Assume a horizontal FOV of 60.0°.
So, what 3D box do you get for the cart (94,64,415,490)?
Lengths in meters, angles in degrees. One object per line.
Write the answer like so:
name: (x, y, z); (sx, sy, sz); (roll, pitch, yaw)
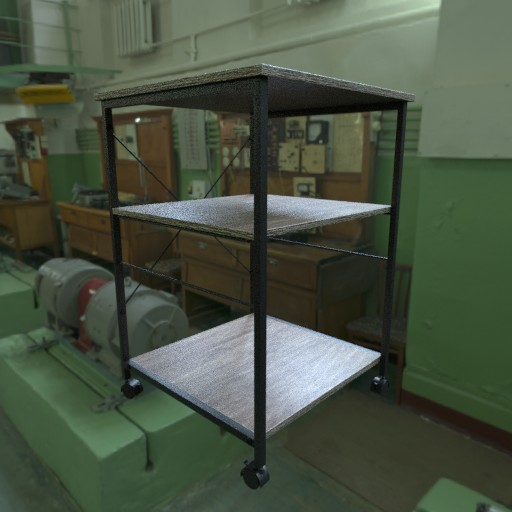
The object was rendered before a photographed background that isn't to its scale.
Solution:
cart: (0.000, 0.000, 1.103); (0.520, 0.762, 0.521); (12, 18, 42)
